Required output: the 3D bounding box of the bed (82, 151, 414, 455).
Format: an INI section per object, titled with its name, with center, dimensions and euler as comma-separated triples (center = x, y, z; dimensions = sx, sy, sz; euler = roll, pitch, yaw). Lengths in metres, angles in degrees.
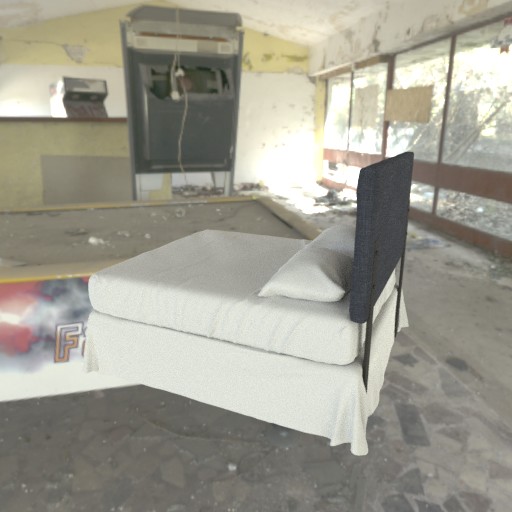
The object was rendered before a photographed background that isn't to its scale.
[bed]
center = 0.000, 0.000, 3.485
dimensions = 2.222, 1.577, 1.936
euler = 7, 18, 24
